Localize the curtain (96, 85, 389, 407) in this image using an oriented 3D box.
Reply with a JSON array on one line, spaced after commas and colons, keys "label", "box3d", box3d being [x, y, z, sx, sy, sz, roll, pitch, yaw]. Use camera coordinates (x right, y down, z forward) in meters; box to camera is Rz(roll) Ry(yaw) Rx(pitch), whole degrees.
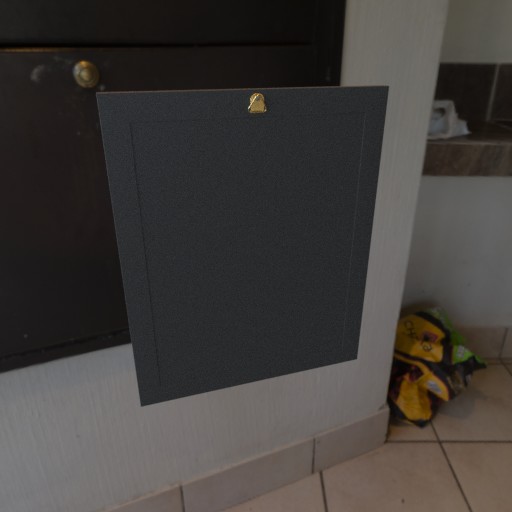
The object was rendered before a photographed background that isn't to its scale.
[{"label": "curtain", "box3d": [0.000, 0.000, 0.828, 0.483, 0.585, 0.027, -8, 26, -16]}]
